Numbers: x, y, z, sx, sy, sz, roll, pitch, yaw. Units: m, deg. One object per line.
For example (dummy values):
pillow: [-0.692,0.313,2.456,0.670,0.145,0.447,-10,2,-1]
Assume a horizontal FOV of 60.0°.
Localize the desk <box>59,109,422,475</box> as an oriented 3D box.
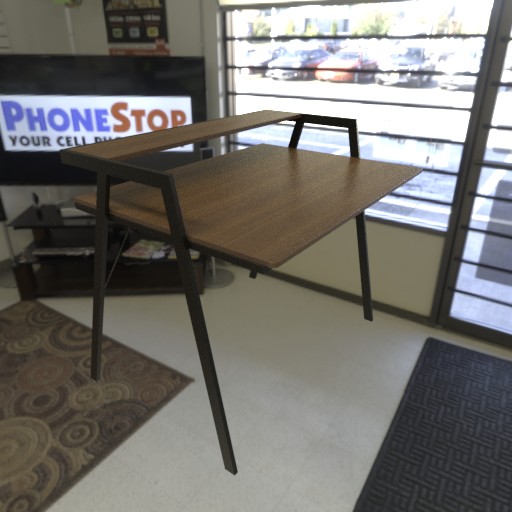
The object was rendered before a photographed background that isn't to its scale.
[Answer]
desk: [0.000,0.000,1.861,0.936,0.998,1.143,18,31,32]
